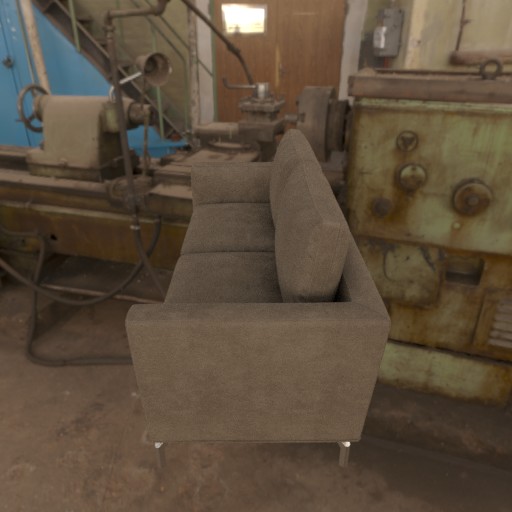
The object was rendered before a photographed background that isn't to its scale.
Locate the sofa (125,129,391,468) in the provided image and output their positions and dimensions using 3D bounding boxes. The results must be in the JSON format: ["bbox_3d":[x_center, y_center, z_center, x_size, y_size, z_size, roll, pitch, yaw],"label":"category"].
[{"bbox_3d":[0.000,0.000,2.299,0.855,1.013,1.832,0,28,0],"label":"sofa"}]
